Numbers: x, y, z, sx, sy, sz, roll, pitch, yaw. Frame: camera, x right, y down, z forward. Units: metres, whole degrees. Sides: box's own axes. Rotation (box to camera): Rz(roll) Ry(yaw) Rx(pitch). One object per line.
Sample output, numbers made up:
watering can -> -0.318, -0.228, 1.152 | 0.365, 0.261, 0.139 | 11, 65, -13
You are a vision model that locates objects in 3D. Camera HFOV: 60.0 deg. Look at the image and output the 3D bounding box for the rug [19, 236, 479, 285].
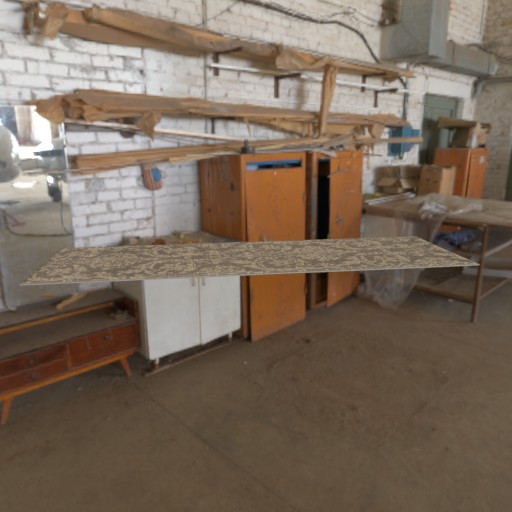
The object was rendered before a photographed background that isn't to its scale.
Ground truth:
rug -> 0.000, 0.000, 2.407 | 2.196, 0.011, 0.662 | -2, 15, -8
